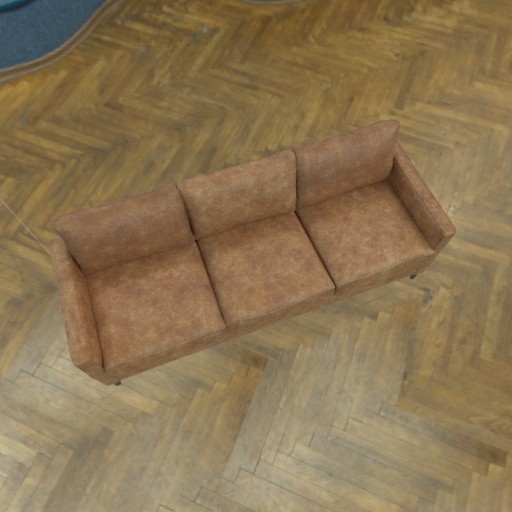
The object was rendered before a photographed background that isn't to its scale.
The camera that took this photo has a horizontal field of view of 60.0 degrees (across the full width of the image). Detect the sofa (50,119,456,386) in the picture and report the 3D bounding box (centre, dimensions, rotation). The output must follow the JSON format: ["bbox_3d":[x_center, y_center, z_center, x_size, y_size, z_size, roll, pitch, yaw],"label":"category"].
[{"bbox_3d":[0.000,0.000,2.446,2.029,0.863,0.748,-18,65,-9],"label":"sofa"}]
